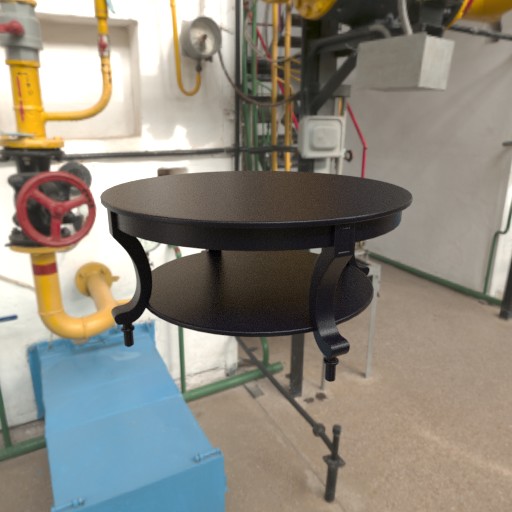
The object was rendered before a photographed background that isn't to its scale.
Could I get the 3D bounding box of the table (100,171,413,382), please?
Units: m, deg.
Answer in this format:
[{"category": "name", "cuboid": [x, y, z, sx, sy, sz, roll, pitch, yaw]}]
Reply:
[{"category": "table", "cuboid": [0.000, 0.000, 1.604, 1.029, 0.491, 1.029, 0, 18, 0]}]
